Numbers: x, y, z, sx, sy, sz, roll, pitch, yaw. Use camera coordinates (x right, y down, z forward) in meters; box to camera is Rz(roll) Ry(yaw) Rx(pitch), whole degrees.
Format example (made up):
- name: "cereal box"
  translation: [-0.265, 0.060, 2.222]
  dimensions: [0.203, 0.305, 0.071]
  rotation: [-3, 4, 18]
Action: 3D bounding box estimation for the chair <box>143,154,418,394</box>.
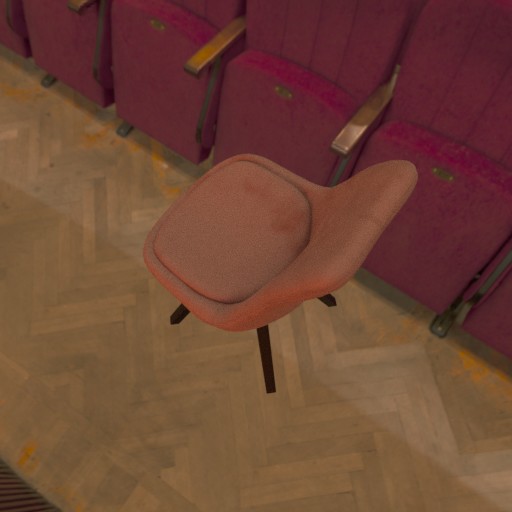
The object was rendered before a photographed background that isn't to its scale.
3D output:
- name: "chair"
  translation: [0.000, 0.000, 1.196]
  dimensions: [0.547, 0.865, 0.483]
  rotation: [34, 68, 16]
